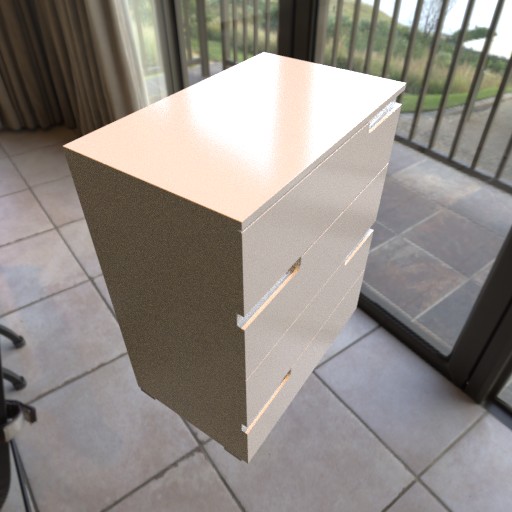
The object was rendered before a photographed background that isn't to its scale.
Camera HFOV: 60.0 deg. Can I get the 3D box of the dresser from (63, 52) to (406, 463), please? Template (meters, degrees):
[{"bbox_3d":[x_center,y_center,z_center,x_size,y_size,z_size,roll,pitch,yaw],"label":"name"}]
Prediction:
[{"bbox_3d":[0.000,0.000,1.178,0.400,0.800,0.650,25,47,25],"label":"dresser"}]
